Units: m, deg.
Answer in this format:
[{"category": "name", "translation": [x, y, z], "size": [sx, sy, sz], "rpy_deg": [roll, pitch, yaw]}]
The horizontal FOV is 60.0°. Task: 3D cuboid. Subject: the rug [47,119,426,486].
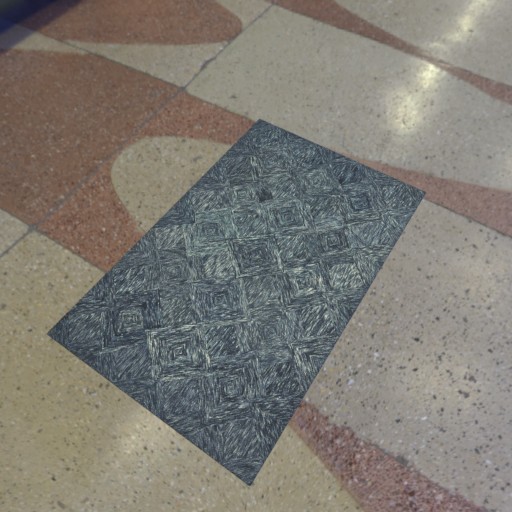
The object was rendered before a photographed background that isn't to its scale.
[{"category": "rug", "translation": [0.000, 0.000, 2.973], "size": [1.478, 0.017, 2.330], "rpy_deg": [29, 61, 18]}]
